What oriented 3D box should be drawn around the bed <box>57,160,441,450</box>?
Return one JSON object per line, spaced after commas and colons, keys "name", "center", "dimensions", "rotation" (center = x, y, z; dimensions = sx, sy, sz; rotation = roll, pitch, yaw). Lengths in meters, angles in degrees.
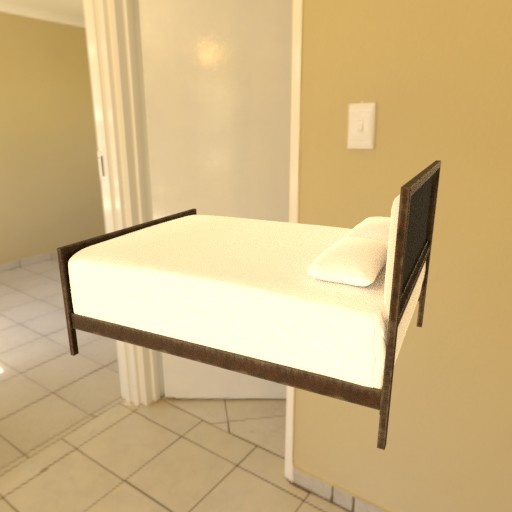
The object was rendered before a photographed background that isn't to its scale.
{"name": "bed", "center": [0.000, 0.000, 3.192], "dimensions": [2.221, 1.313, 1.607], "rotation": [8, 18, 25]}
